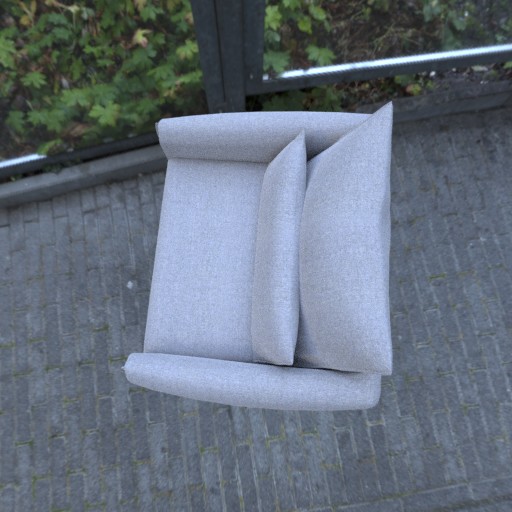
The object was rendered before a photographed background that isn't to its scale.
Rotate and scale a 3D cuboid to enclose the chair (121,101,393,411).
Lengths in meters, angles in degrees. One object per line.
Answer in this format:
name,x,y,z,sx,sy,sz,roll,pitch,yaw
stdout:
chair,0.000,0.000,1.596,0.801,0.856,1.029,4,77,1
